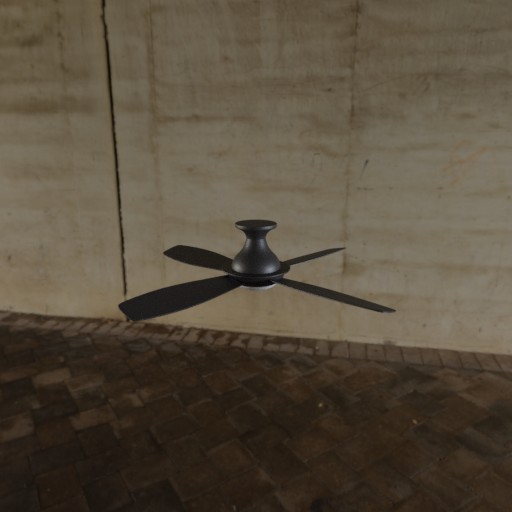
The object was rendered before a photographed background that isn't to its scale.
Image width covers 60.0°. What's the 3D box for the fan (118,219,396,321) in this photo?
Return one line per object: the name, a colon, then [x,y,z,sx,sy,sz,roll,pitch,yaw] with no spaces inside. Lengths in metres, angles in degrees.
fan: [0.000,0.000,2.532,1.694,0.382,1.694,14,20,42]
